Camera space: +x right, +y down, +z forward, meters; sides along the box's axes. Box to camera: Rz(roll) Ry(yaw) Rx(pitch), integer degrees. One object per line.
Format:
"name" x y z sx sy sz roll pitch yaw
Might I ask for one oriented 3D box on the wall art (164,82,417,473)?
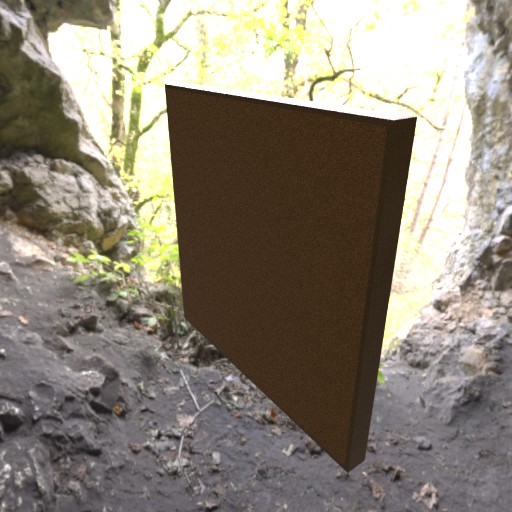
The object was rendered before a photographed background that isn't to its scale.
"wall art" 0.000 0.000 0.746 0.038 0.511 0.513 -18 31 -32
